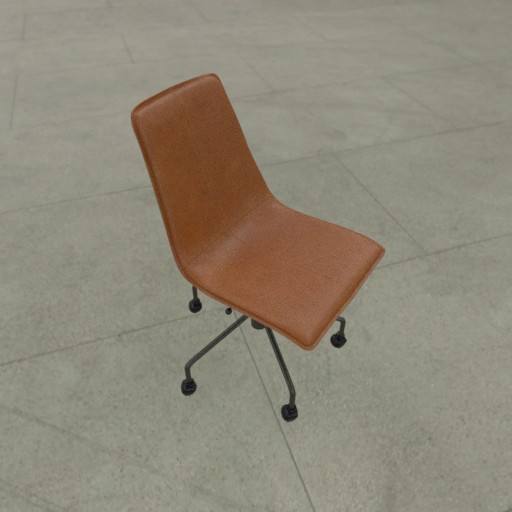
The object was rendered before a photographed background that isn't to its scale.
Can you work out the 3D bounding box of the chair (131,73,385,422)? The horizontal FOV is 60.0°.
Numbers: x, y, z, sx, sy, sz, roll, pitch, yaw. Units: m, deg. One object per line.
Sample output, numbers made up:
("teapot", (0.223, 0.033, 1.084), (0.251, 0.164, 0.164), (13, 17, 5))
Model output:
("chair", (0.000, 0.000, 1.382), (0.660, 0.920, 0.651), (26, 48, 25))
